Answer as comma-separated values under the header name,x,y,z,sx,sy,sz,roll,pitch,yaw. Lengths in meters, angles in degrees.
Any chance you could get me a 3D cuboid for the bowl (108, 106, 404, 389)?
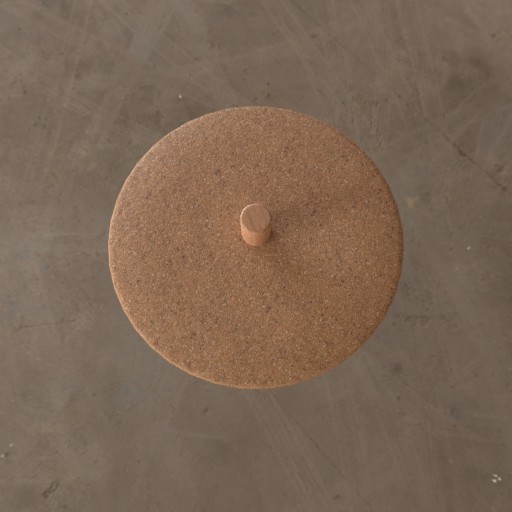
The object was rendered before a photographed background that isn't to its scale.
name,x,y,z,sx,sy,sz,roll,pitch,yaw
bowl,0.000,0.000,0.222,0.126,0.110,0.126,0,75,0
